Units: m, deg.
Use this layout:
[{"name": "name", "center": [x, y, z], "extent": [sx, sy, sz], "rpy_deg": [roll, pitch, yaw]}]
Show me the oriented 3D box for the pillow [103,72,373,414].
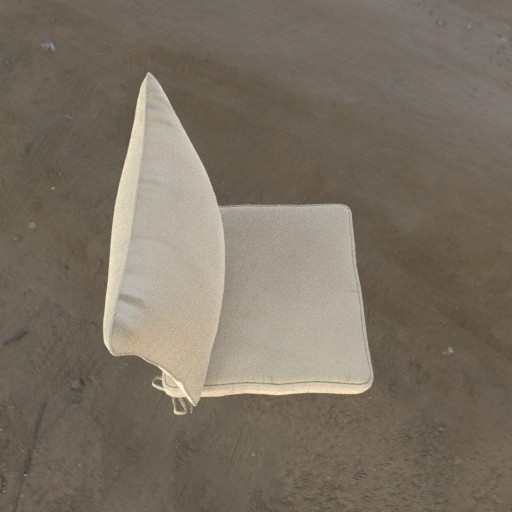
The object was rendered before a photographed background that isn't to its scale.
[{"name": "pillow", "center": [0.000, 0.000, 1.320], "extent": [0.733, 0.716, 0.798], "rpy_deg": [-1, 62, 0]}]
